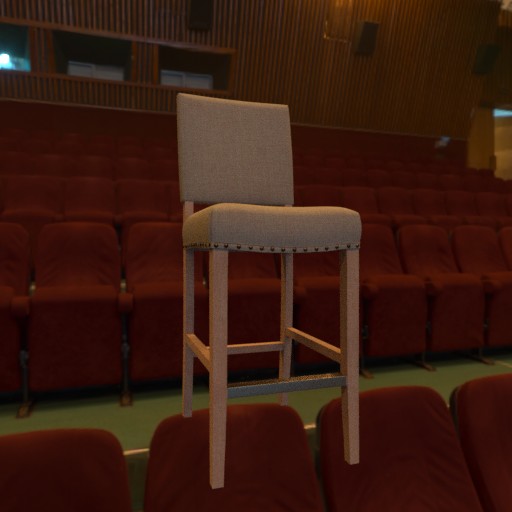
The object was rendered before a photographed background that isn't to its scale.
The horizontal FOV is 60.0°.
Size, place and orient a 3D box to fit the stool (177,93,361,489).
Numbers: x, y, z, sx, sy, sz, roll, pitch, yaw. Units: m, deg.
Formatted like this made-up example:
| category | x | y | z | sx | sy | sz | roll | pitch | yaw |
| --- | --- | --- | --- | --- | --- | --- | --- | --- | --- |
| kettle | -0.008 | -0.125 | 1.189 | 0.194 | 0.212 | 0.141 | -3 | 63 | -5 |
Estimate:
| category | x | y | z | sx | sy | sz | roll | pitch | yaw |
| --- | --- | --- | --- | --- | --- | --- | --- | --- | --- |
| stool | 0.000 | 0.000 | 1.448 | 0.445 | 1.173 | 0.585 | 0 | 1 | -19 |
